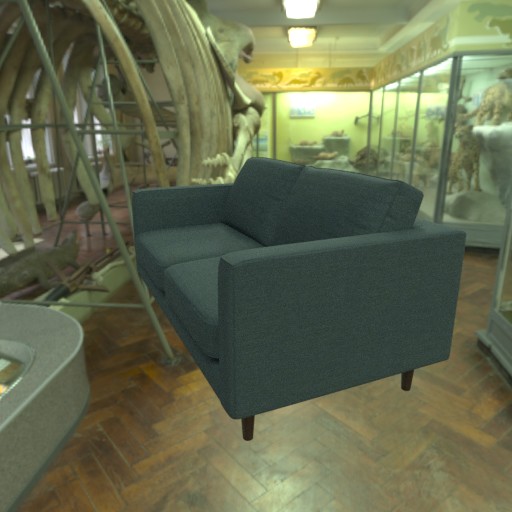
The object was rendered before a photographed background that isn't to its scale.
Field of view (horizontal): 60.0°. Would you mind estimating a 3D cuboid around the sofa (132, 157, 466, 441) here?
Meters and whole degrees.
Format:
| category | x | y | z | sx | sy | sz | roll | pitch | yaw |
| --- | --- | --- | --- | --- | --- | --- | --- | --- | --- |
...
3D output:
| category | x | y | z | sx | sy | sz | roll | pitch | yaw |
| --- | --- | --- | --- | --- | --- | --- | --- | --- | --- |
| sofa | 0.000 | 0.000 | 2.267 | 0.999 | 0.907 | 1.659 | -7 | 18 | -24 |
